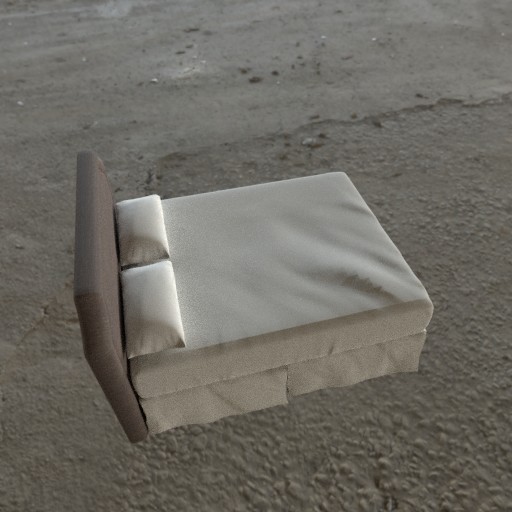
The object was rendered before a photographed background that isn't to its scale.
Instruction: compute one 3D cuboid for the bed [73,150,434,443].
[{"bbox_3d":[0.000,0.000,3.135,2.116,1.290,1.693,-11,48,-10],"label":"bed"}]
